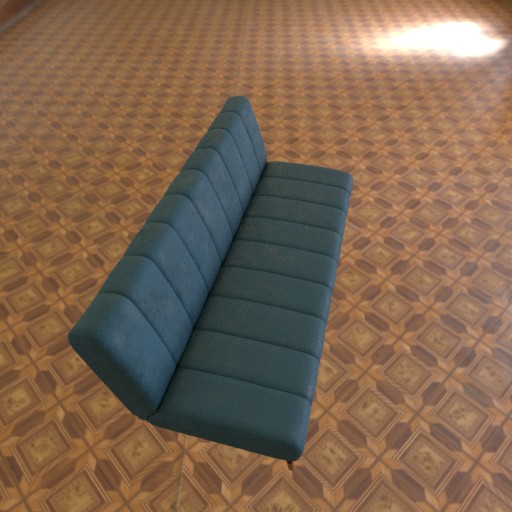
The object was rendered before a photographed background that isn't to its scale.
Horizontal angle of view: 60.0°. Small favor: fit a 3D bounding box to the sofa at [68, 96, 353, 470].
[{"bbox_3d":[0.000,0.000,2.266,0.830,0.825,1.810,11,46,10],"label":"sofa"}]
